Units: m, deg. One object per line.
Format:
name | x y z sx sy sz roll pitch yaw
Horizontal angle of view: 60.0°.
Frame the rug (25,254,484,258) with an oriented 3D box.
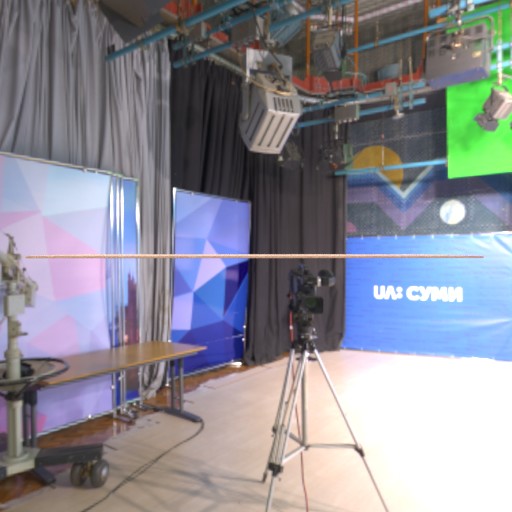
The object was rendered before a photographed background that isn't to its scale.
rug | 0.000 0.000 2.709 2.435 0.015 0.760 0 1 -2
